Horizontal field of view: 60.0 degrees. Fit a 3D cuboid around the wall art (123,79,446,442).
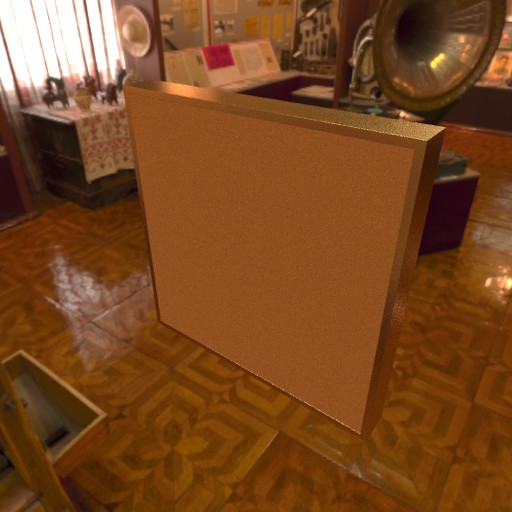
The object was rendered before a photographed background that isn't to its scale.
[{"bbox_3d":[0.000,0.000,0.454,0.304,0.304,0.038,22,38,31],"label":"wall art"}]
